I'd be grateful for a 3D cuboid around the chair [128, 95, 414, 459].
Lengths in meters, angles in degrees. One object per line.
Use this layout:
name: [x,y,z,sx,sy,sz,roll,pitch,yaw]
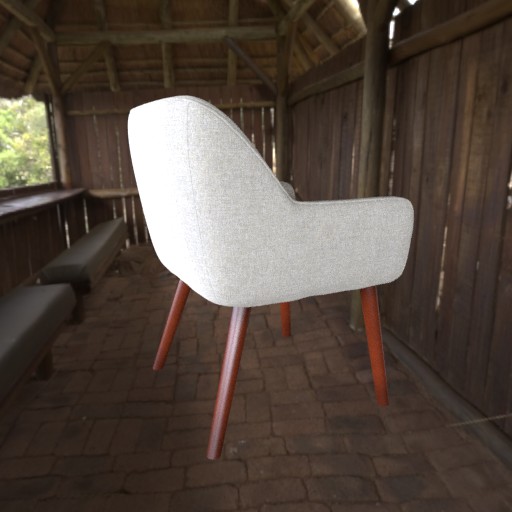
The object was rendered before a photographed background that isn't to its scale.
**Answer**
chair: [0.000,0.000,1.270,0.610,0.813,0.610,-7,16,-27]
